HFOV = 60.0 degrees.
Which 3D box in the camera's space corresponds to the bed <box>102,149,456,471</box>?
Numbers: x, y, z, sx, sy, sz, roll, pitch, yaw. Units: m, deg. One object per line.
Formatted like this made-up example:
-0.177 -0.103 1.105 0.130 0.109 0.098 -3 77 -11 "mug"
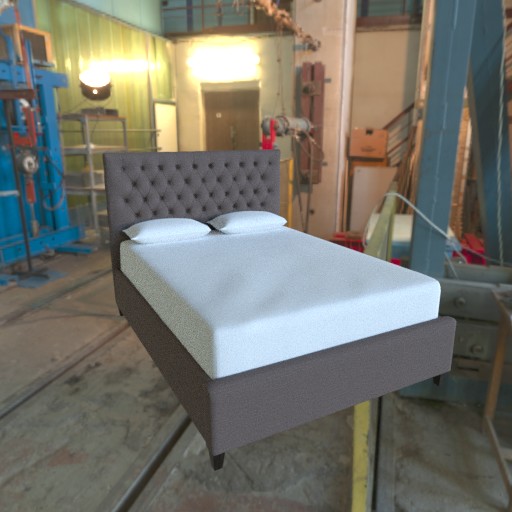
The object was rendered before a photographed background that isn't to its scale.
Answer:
0.000 0.000 3.259 1.696 1.426 2.233 -8 18 -27 "bed"
